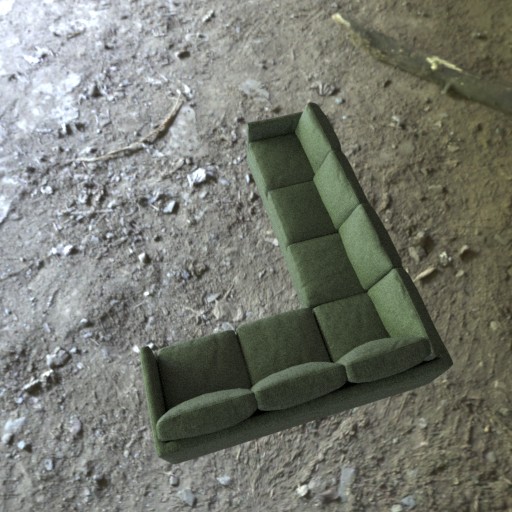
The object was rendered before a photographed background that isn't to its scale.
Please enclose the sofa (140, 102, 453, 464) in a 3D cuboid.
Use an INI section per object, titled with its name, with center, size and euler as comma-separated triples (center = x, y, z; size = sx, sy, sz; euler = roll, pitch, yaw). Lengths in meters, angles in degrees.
[sofa]
center = 0.000, 0.000, 4.560
size = 2.593, 0.947, 3.302
euler = -14, 61, -8
